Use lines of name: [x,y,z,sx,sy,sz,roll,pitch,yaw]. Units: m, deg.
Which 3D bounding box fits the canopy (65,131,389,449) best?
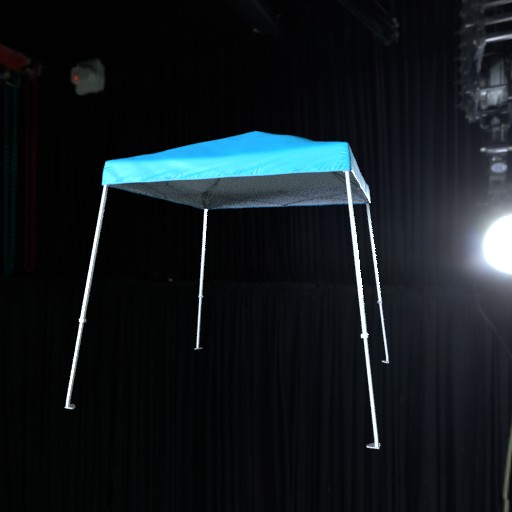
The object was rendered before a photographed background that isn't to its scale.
canopy: [0.000,0.000,5.071,2.848,2.849,2.849,0,0,18]
